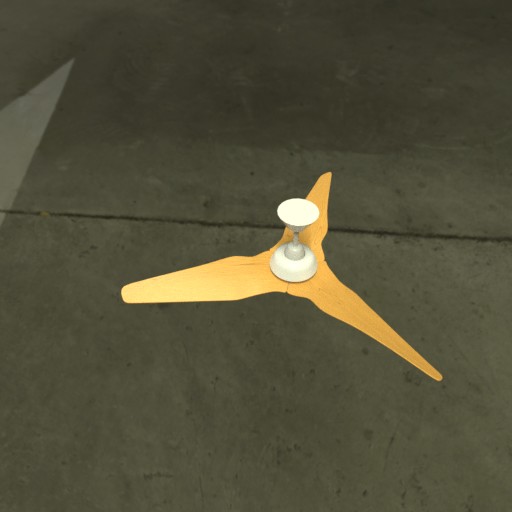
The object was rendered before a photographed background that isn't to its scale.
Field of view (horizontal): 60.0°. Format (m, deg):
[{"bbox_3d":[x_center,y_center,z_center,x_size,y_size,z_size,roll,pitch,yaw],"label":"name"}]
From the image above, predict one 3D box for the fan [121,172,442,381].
[{"bbox_3d":[0.000,0.000,1.628,1.010,0.355,1.142,-10,47,-9],"label":"fan"}]
